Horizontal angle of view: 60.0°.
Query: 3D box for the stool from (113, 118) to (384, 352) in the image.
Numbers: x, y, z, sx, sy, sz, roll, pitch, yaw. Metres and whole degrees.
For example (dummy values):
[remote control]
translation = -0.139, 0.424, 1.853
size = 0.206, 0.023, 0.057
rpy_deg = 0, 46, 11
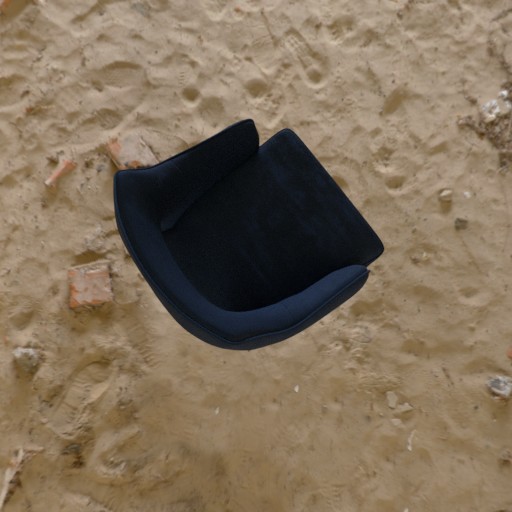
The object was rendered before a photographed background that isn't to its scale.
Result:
[stool]
translation = 0.000, 0.000, 1.391
size = 0.560, 1.041, 0.550
rpy_deg = -34, 79, -8
